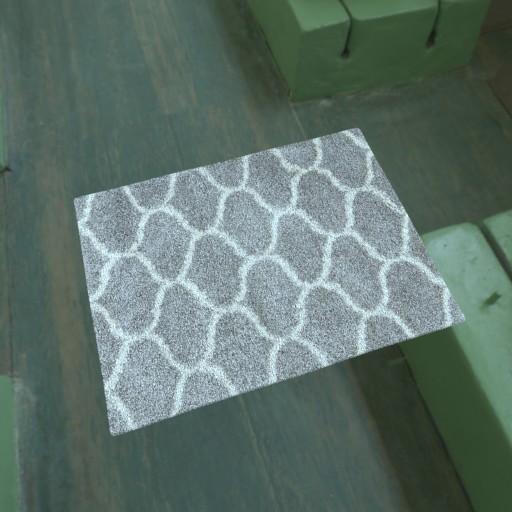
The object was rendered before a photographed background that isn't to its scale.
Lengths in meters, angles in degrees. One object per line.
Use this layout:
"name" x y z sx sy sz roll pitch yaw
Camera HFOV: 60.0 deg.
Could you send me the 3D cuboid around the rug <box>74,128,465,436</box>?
"rug" 0.000 0.000 2.141 1.600 0.025 1.200 -16 64 -8
